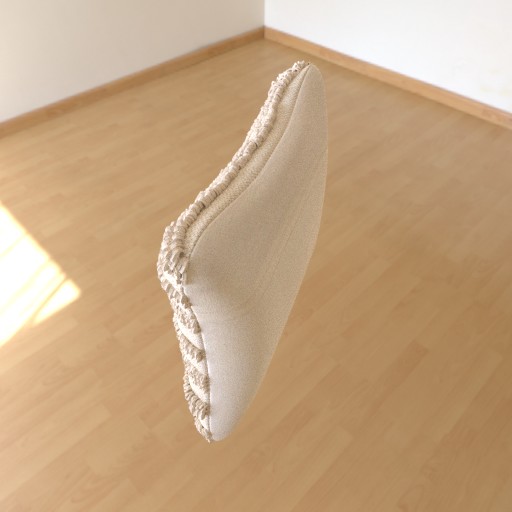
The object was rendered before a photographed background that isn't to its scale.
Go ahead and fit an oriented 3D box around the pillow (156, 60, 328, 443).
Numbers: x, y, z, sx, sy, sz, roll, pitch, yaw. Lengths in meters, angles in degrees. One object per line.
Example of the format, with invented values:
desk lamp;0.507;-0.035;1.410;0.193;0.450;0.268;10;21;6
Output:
pillow;0.000;0.000;0.666;0.145;0.427;0.437;15;49;14
